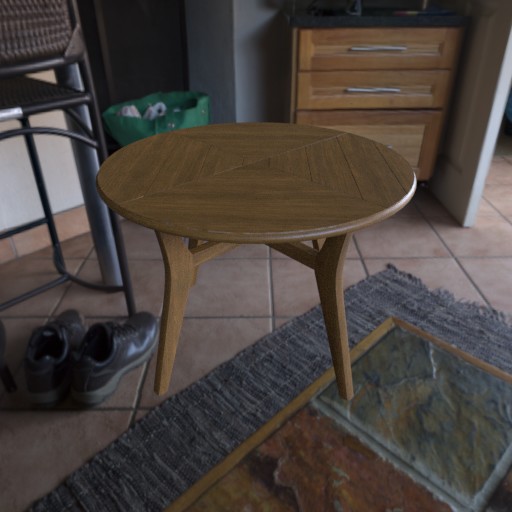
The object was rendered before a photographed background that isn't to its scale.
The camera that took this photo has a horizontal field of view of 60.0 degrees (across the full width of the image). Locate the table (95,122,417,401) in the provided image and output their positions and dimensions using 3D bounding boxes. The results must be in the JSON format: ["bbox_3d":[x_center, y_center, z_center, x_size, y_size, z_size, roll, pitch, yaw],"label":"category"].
[{"bbox_3d":[0.000,0.000,1.712,1.055,0.757,1.055,0,31,0],"label":"table"}]
